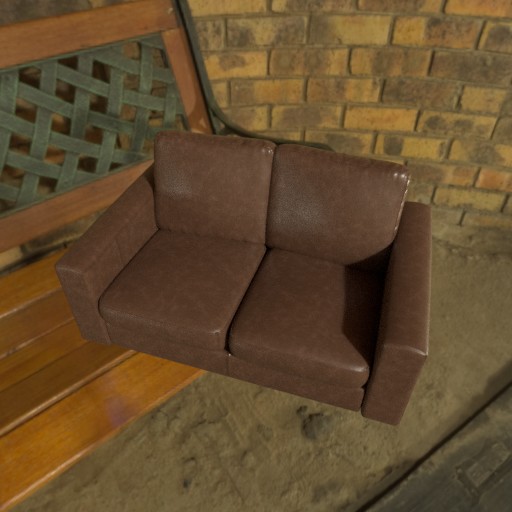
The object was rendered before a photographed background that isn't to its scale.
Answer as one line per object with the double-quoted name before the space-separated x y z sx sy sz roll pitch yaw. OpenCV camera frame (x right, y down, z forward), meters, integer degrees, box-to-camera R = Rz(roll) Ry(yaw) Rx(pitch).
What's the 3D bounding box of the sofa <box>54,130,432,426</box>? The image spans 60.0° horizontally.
"sofa" 0.000 0.000 2.201 1.616 0.873 1.016 12 43 13
